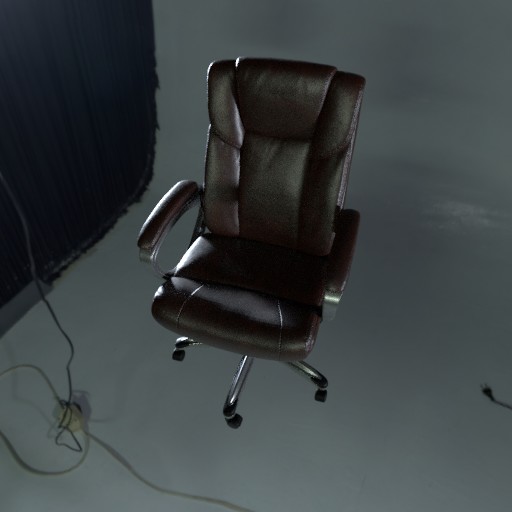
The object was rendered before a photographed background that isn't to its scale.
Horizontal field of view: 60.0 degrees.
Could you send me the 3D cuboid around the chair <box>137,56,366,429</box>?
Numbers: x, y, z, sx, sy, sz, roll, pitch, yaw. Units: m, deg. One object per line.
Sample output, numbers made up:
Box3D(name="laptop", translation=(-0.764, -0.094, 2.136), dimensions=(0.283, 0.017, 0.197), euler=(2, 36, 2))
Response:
Box3D(name="chair", translation=(0.000, 0.000, 1.531), dimensions=(0.656, 1.128, 0.692), euler=(12, 43, 14))
